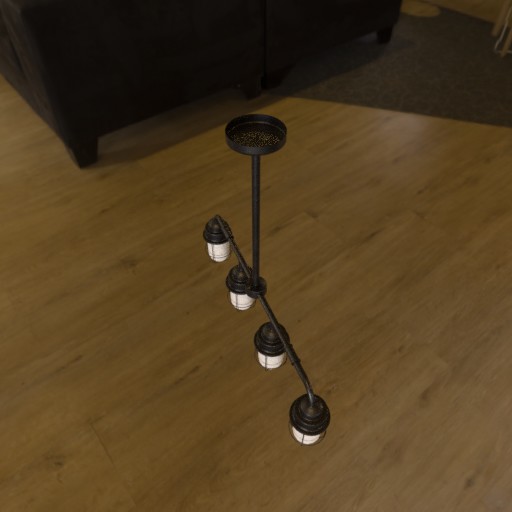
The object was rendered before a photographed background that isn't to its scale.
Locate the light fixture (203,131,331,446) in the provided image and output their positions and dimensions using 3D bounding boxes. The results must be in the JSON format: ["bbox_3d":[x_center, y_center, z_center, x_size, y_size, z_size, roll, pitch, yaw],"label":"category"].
[{"bbox_3d":[0.000,0.000,1.225,0.131,0.785,0.852,-17,49,-15],"label":"light fixture"}]
